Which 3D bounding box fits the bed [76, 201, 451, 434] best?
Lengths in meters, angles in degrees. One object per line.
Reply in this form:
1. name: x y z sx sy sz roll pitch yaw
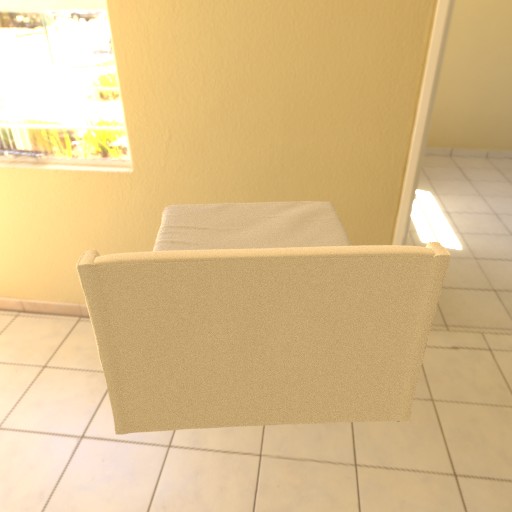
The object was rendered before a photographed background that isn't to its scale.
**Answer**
1. bed: 0.000 0.000 3.516 1.925 1.332 2.276 -1 31 -3
